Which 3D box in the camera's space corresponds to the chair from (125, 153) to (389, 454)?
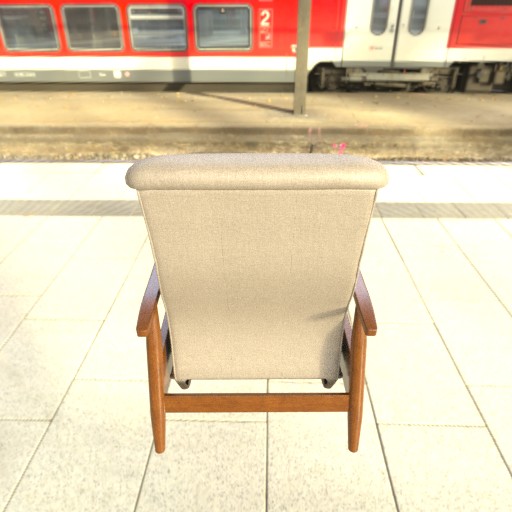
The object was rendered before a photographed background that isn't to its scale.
[{"bbox_3d":[0.000,0.000,1.736,0.762,1.082,1.032,0,30,0],"label":"chair"}]
